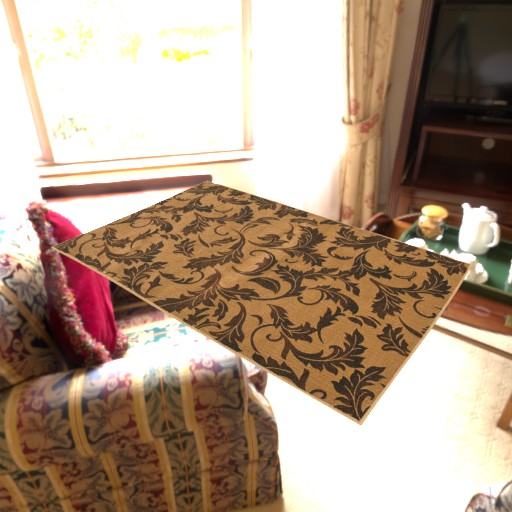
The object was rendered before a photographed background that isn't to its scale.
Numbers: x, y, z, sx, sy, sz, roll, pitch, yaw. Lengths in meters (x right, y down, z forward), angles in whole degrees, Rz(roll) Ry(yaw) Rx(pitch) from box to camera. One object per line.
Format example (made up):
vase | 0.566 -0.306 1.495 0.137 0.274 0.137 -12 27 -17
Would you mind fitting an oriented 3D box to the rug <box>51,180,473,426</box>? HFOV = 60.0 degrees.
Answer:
rug | 0.000 0.000 2.862 2.284 0.008 1.522 22 38 32
